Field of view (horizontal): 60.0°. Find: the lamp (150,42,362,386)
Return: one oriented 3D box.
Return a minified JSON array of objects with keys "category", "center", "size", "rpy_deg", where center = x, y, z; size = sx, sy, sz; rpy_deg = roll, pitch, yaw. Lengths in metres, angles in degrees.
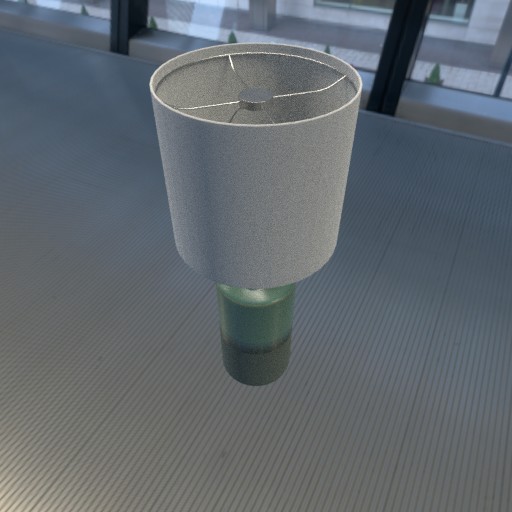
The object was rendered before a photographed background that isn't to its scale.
[{"category":"lamp","center":[0.000,0.000,0.614],"size":[0.212,0.493,0.212],"rpy_deg":[-13,44,-13]}]
